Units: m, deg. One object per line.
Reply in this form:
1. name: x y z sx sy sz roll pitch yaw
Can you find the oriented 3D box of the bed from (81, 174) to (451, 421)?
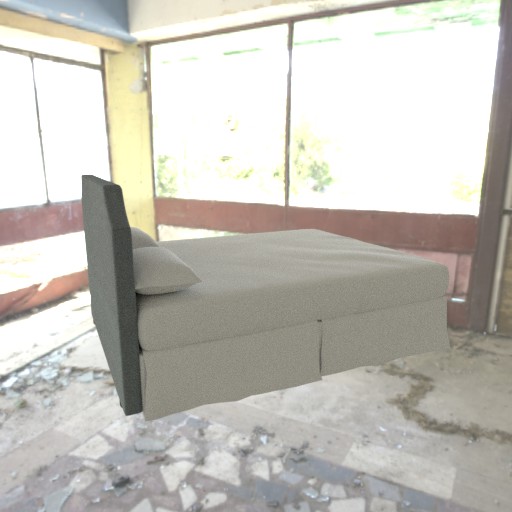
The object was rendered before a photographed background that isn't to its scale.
1. bed: 0.000 0.000 3.621 2.464 1.306 1.977 -6 14 -25
